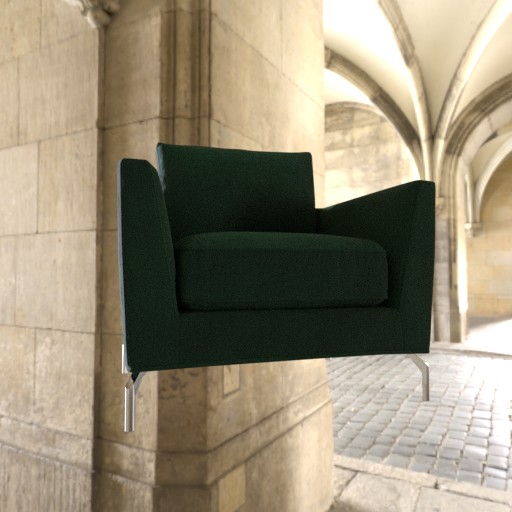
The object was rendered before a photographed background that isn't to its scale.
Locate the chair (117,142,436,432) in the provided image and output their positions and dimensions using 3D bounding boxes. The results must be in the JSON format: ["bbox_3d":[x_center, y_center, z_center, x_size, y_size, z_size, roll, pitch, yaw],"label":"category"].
[{"bbox_3d":[0.000,0.000,1.749,1.047,0.997,0.852,1,-2,-17],"label":"chair"}]
